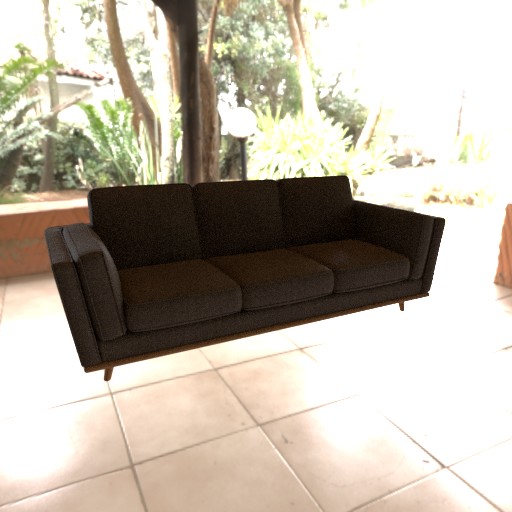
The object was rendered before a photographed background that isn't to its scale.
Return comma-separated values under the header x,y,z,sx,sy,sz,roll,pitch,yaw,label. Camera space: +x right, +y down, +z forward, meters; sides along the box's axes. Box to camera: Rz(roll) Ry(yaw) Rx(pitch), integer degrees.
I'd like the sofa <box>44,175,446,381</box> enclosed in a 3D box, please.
x,y,z,sx,sy,sz,roll,pitch,yaw,label
0.000,0.000,2.801,2.362,0.899,0.903,-8,17,-26,sofa
